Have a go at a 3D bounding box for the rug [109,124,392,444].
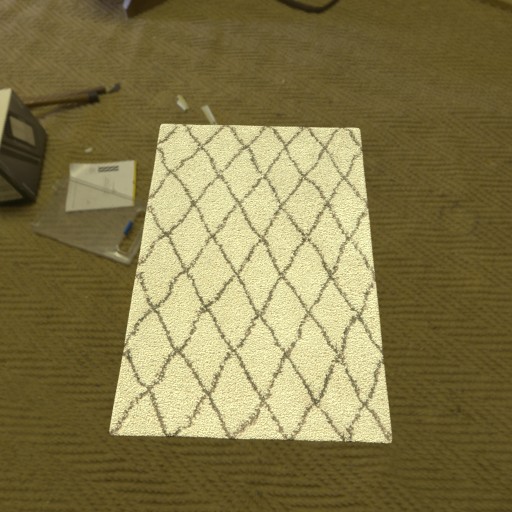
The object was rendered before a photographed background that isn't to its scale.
[{"bbox_3d":[0.000,0.000,2.310,1.219,0.030,1.778,1,63,1],"label":"rug"}]
